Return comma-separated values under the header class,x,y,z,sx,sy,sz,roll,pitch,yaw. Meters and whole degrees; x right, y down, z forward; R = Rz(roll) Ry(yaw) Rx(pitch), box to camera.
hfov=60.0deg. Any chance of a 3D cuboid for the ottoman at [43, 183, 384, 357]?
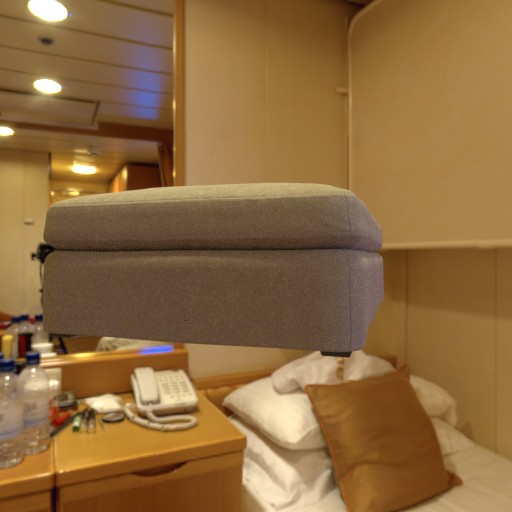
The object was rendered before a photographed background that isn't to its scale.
class,x,y,z,sx,sy,sz,roll,pitch,yaw
ottoman,0.000,0.000,1.586,0.840,0.429,1.199,0,0,18
